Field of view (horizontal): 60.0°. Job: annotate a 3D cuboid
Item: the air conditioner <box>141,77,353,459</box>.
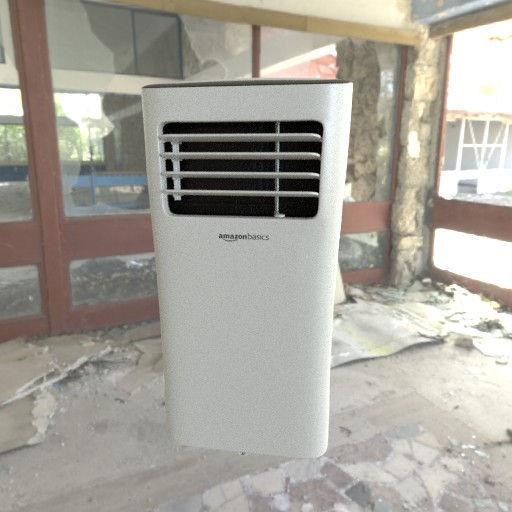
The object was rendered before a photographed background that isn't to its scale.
[{"bbox_3d":[0.000,0.000,0.916,0.352,0.716,0.369,2,13,9],"label":"air conditioner"}]
